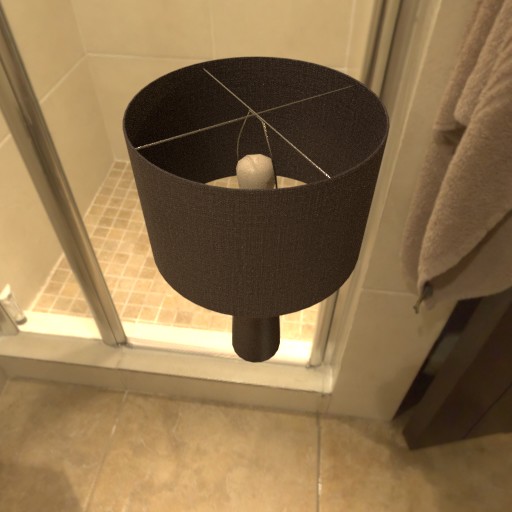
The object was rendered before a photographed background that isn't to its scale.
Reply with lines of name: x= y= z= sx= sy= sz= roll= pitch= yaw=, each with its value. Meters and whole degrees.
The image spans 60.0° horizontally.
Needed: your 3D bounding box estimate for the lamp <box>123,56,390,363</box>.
lamp: x=0.000 y=0.000 z=0.688 sx=0.303 sy=0.488 sz=0.303 roll=0 pitch=46 yaw=0
